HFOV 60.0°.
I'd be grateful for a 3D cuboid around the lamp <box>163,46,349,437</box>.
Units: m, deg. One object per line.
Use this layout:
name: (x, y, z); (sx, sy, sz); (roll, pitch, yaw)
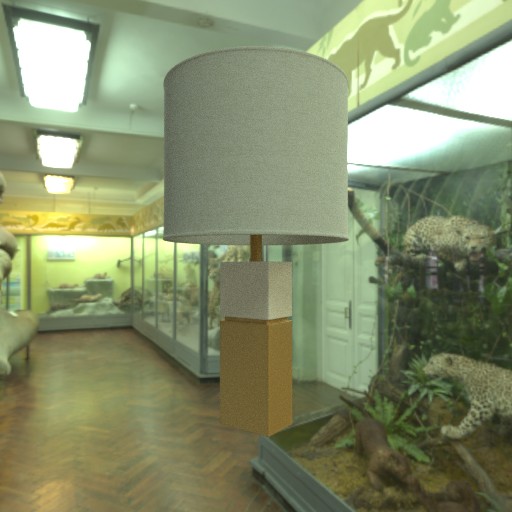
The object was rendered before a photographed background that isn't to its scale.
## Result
lamp: (0.000, 0.000, 0.555); (0.229, 0.417, 0.229); (-1, -2, 36)
